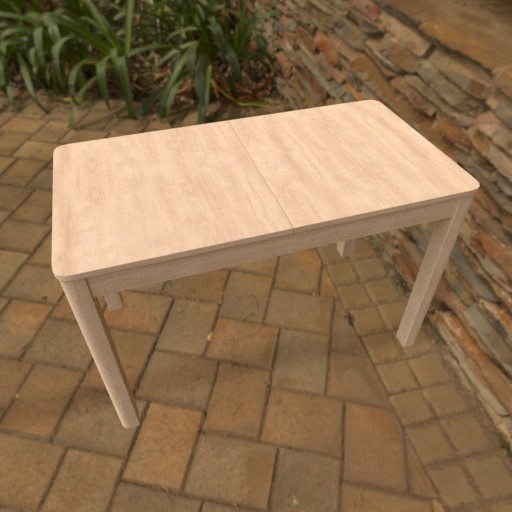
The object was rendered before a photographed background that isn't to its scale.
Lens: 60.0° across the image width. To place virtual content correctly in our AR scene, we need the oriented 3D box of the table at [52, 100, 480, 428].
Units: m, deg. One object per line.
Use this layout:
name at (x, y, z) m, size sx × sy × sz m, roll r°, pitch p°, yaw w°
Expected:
table at (0.000, 0.000, 1.916) m, size 1.400 × 0.900 × 0.750 m, roll -13°, pitch 44°, yaw -13°
